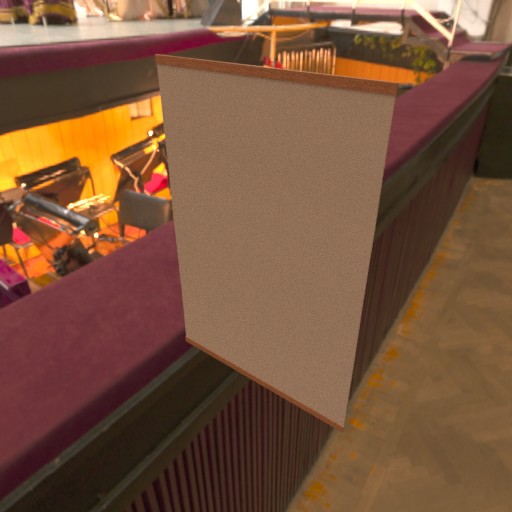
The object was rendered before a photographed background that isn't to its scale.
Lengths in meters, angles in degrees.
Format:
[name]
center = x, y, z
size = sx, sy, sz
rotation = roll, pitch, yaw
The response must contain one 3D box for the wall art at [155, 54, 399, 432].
[wall art]
center = 0.000, 0.000, 1.916
size = 1.019, 1.527, 0.019
rotation = 22, 37, 31
